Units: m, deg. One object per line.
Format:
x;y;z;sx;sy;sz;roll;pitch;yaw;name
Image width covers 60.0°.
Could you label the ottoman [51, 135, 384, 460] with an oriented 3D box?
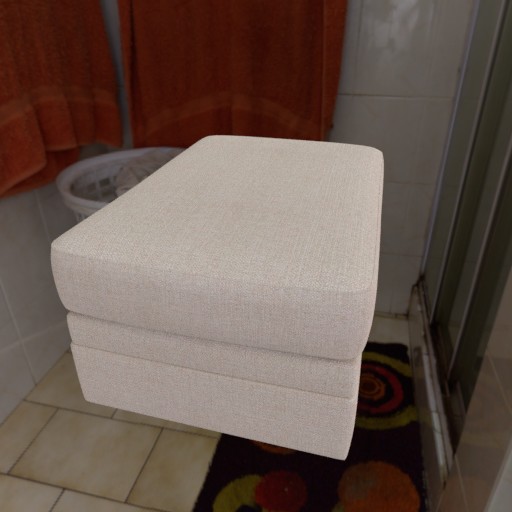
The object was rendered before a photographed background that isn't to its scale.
0.000;0.000;1.223;0.637;0.478;0.885;8;30;13;ottoman
